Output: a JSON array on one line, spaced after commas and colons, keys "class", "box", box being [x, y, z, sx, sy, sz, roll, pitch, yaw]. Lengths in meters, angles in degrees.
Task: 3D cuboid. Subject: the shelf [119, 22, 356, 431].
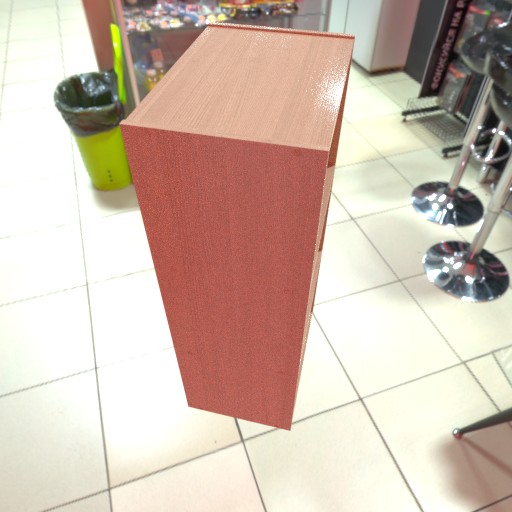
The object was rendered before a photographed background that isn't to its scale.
[{"class": "shelf", "box": [0.000, 0.000, 1.048, 0.292, 0.876, 0.417, 10, 47, 9]}]
